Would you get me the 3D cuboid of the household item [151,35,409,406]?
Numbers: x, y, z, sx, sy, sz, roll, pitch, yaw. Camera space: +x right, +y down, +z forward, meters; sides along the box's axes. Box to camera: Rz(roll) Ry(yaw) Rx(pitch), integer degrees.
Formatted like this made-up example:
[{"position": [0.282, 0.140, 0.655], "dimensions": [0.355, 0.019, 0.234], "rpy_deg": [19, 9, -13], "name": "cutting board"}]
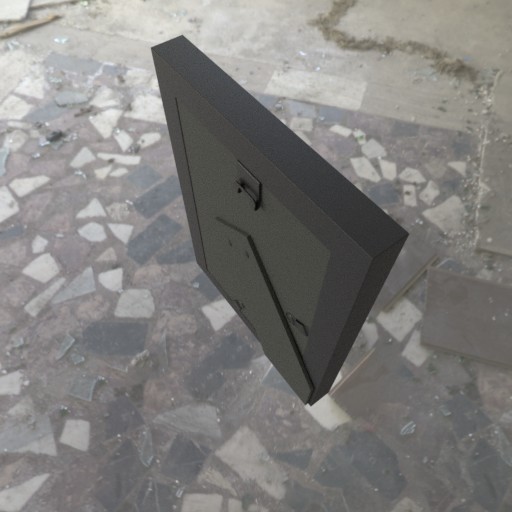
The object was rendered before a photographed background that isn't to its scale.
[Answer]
[{"position": [0.000, 0.000, 0.237], "dimensions": [0.022, 0.178, 0.133], "rpy_deg": [-32, 63, -19], "name": "household item"}]
